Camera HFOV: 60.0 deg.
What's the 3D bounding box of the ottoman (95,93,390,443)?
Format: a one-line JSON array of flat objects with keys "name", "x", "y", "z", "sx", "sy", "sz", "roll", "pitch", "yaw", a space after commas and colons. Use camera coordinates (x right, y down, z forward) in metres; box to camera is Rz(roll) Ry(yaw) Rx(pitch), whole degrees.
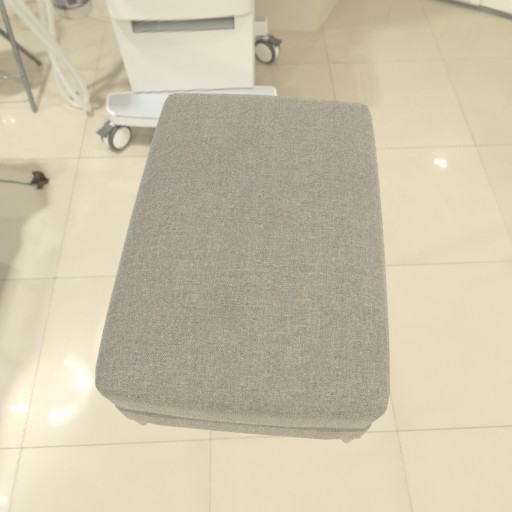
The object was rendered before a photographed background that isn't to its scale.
[{"name": "ottoman", "x": 0.000, "y": 0.000, "z": 1.151, "sx": 0.584, "sy": 0.457, "sz": 0.838, "roll": 4, "pitch": 61, "yaw": 2}]
